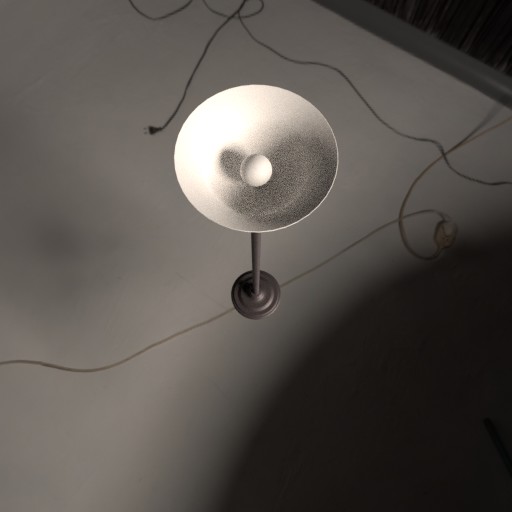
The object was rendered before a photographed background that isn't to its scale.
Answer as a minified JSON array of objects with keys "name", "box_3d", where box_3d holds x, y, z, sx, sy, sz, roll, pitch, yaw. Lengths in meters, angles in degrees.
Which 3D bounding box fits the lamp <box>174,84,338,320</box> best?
[{"name":"lamp","box_3d":[0.000,0.000,1.956,0.405,1.797,0.405,33,76,9]}]
